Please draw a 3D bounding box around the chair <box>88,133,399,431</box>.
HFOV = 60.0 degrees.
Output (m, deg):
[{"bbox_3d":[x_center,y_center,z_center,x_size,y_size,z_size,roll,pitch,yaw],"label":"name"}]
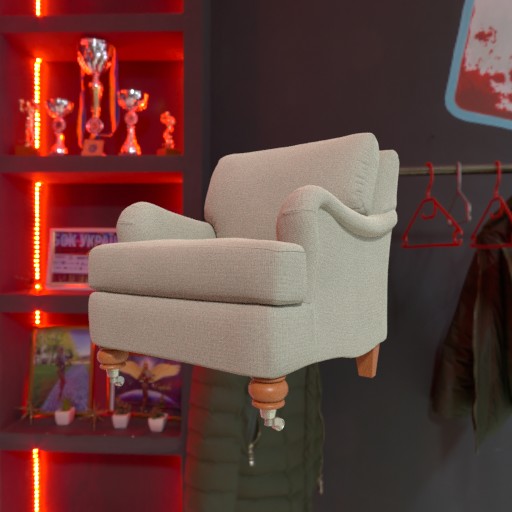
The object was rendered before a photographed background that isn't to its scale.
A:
[{"bbox_3d":[0.000,0.000,1.877,0.955,1.038,1.070,0,1,36],"label":"chair"}]
